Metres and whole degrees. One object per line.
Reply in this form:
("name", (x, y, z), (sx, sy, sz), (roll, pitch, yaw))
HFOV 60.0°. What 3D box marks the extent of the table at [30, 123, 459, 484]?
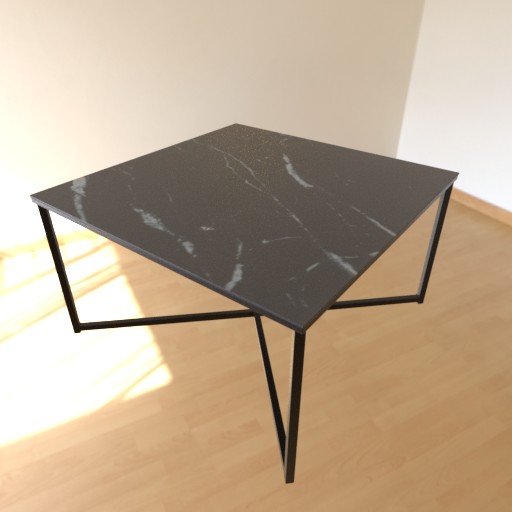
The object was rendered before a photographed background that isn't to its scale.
("table", (0.000, 0.000, 1.278), (0.800, 0.450, 0.800), (22, 38, 31))
